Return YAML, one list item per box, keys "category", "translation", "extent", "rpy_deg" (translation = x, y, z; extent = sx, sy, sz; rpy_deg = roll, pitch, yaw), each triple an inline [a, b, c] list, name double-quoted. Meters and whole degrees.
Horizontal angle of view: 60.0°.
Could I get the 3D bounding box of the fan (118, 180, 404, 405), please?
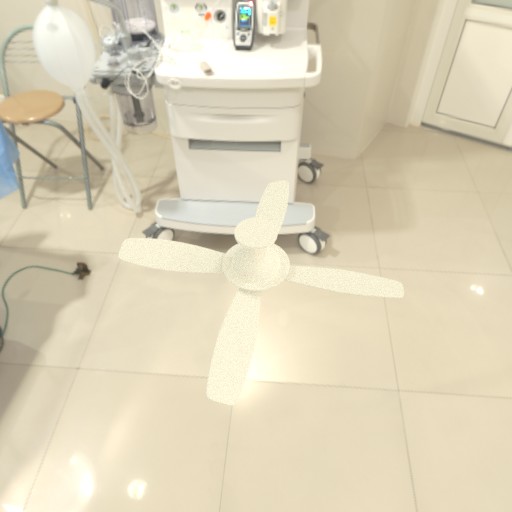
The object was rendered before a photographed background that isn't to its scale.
- category: "fan"
  translation: [0.000, 0.000, 2.534]
  extent: [1.693, 0.382, 1.694]
  rpy_deg: [8, 47, 8]
